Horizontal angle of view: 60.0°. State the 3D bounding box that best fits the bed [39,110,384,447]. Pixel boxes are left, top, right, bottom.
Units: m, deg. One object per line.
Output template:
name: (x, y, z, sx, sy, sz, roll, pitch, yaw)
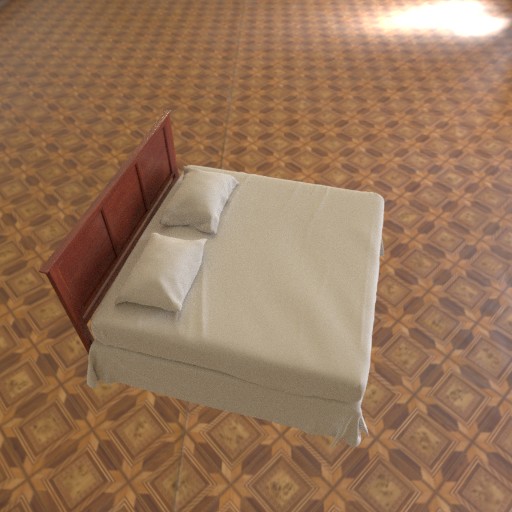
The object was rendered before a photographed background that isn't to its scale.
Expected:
bed: (0.000, 0.000, 3.648, 2.219, 1.271, 2.314, 11, 48, 10)
